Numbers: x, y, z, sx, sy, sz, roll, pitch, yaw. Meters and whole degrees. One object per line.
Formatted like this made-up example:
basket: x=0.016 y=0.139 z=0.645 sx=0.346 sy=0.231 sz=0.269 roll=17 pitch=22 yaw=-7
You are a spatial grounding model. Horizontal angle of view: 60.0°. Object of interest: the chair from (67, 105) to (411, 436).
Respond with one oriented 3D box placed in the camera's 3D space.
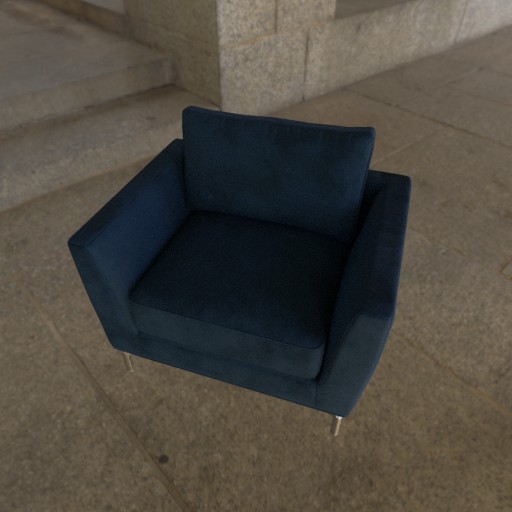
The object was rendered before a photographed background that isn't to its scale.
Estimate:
chair: x=0.000 y=0.000 z=1.626 sx=0.977 sy=0.893 sz=0.746 roll=12 pitch=42 yaw=14
